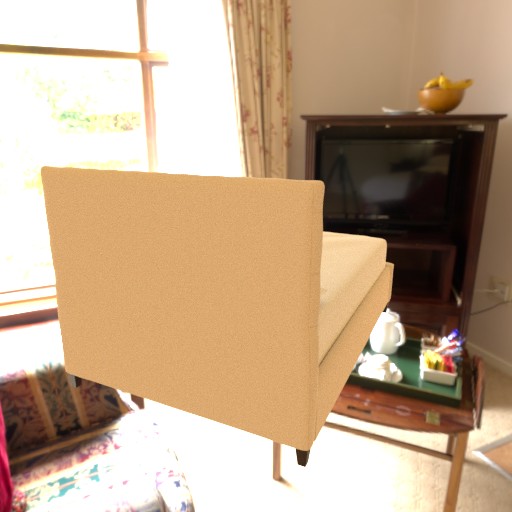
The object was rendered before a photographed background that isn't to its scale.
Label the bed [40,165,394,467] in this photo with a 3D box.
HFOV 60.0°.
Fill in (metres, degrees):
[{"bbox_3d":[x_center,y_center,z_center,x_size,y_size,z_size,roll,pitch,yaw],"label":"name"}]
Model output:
[{"bbox_3d":[0.000,0.000,3.305,1.696,1.426,2.233,8,18,25],"label":"bed"}]
